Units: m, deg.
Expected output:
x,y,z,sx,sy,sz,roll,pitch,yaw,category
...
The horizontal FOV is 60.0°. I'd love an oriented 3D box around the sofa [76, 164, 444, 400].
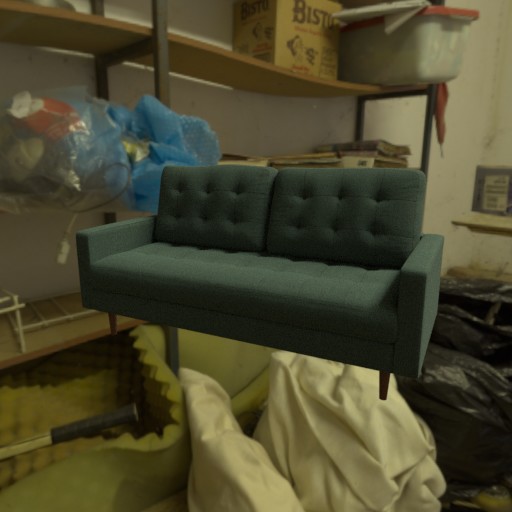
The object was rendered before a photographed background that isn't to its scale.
x,y,z,sx,sy,sz,roll,pitch,yaw,category
0.000,0.000,2.655,2.010,1.050,0.966,7,15,26,sofa
